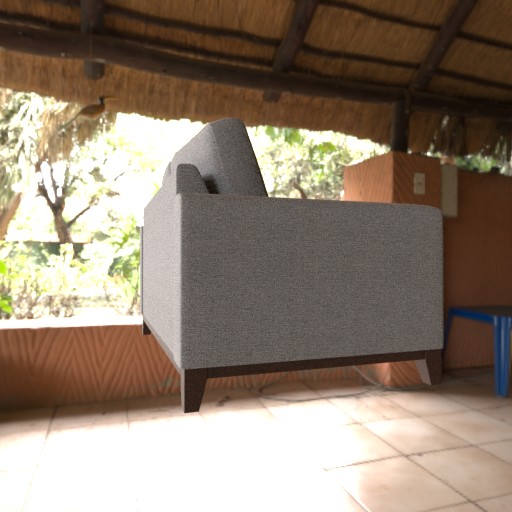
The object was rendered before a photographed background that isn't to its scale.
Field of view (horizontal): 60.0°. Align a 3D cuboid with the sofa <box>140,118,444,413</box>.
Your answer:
[{"bbox_3d":[0.000,0.000,2.010,0.917,0.873,1.420,0,-1,-19],"label":"sofa"}]
